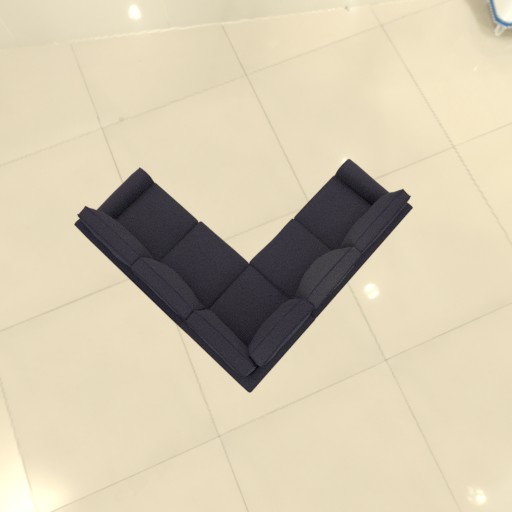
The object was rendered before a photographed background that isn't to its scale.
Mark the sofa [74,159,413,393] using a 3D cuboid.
[{"bbox_3d":[0.000,0.000,5.177,3.773,1.169,2.874,-16,76,-4],"label":"sofa"}]
